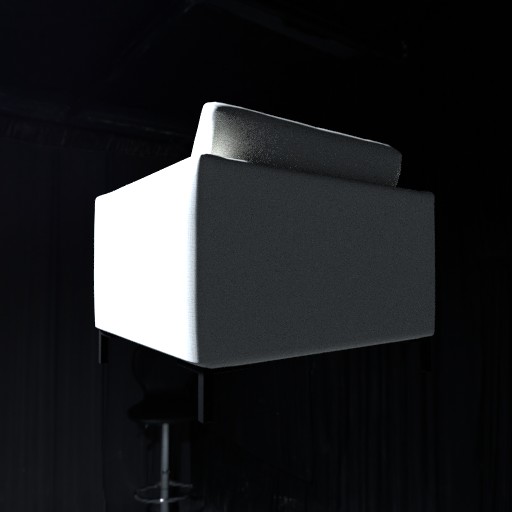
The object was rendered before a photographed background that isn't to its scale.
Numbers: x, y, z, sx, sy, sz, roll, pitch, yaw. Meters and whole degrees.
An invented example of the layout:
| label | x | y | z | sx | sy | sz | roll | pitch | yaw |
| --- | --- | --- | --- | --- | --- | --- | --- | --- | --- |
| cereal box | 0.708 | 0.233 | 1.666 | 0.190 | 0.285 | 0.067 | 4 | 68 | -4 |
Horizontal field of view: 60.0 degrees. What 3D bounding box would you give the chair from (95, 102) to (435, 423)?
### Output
| label | x | y | z | sx | sy | sz | roll | pitch | yaw |
| --- | --- | --- | --- | --- | --- | --- | --- | --- | --- |
| chair | 0.000 | 0.000 | 1.628 | 0.964 | 0.806 | 0.875 | 1 | -2 | -36 |
